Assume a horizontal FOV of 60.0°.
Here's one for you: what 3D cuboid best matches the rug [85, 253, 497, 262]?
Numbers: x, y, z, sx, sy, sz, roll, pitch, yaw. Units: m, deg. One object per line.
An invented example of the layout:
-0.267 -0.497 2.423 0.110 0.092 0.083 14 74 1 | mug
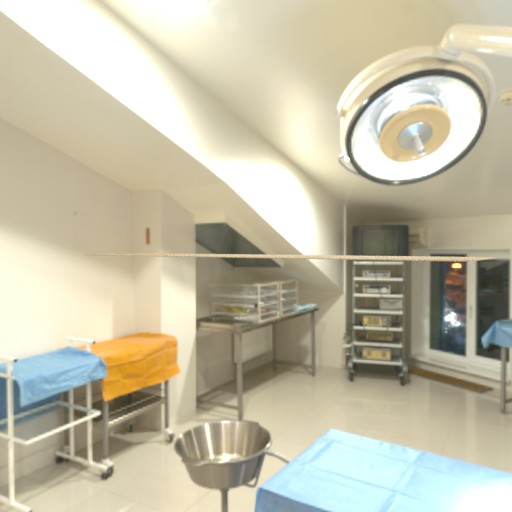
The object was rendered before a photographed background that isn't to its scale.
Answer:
0.000 0.000 2.619 2.437 0.005 0.688 1 1 37 | rug
